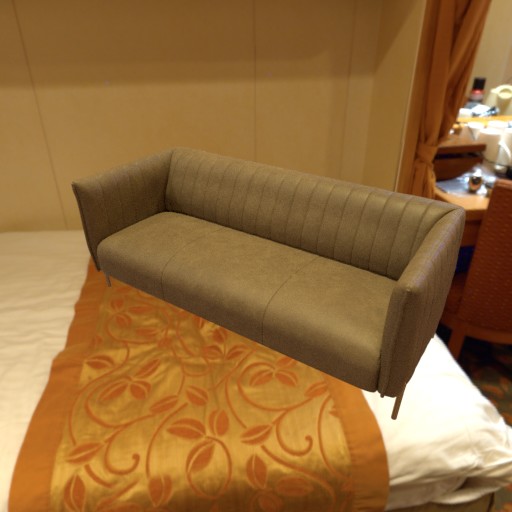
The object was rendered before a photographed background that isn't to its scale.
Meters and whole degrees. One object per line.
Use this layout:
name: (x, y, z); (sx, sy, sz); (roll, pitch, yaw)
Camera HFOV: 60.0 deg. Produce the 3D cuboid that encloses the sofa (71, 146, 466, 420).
sofa: (0.000, 0.000, 2.490); (1.980, 0.779, 0.876); (19, 35, 29)
